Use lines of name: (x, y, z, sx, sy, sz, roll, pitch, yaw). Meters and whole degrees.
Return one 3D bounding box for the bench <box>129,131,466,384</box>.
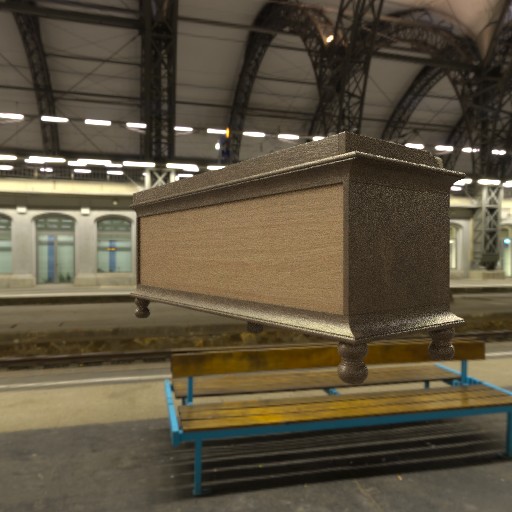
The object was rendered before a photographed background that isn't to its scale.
bench: (0.000, 0.000, 1.440, 0.402, 0.501, 1.185, 0, 1, -36)
